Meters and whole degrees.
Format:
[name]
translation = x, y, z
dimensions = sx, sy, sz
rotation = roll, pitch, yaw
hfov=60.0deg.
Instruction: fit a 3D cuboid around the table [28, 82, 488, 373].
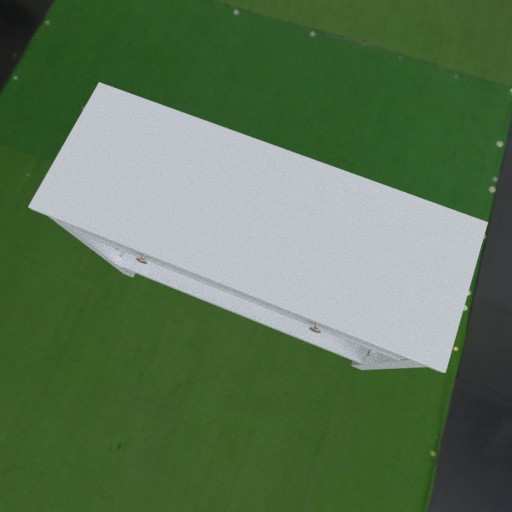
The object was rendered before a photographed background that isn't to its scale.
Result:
[table]
translation = 0.000, 0.000, 1.455
dimensions = 1.068, 0.753, 0.397
rotation = 21, 76, 6
